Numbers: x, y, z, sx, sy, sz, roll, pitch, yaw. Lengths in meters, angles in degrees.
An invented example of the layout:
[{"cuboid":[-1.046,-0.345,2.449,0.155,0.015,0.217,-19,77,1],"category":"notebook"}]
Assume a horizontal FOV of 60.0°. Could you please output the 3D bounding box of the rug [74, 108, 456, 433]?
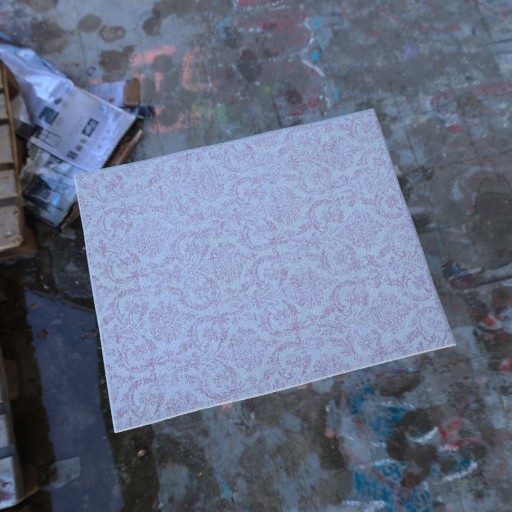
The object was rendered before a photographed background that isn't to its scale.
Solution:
[{"cuboid":[0.000,0.000,4.018,2.980,0.012,2.363,-13,76,-3],"category":"rug"}]
